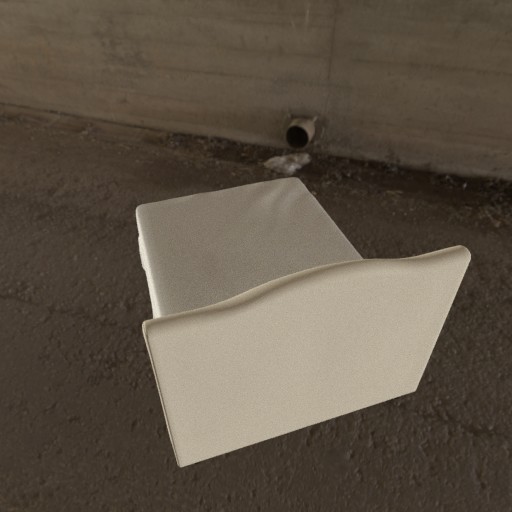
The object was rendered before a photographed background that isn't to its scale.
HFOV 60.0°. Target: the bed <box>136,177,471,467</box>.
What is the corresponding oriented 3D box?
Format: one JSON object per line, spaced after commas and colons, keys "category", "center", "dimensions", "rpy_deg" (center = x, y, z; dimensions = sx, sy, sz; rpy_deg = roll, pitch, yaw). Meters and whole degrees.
{"category": "bed", "center": [0.000, 0.000, 3.333], "dimensions": [1.753, 1.460, 2.143], "rpy_deg": [-12, 42, -14]}
